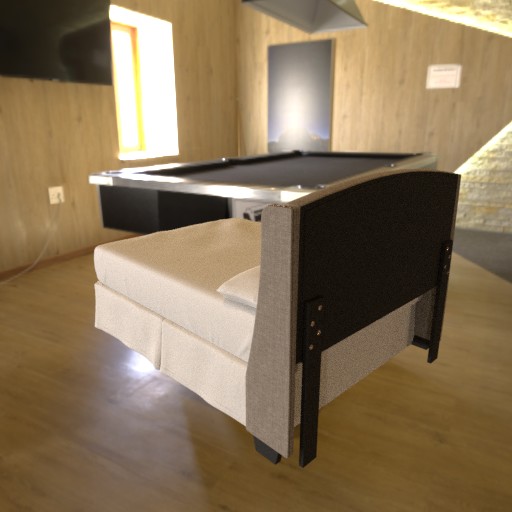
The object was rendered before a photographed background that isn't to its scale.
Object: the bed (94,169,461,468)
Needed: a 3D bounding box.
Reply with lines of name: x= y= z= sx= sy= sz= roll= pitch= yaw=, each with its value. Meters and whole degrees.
bed: x=0.000 y=0.000 z=3.292 sx=1.710 sy=1.407 sz=2.237 roll=-16 pitch=23 yaw=-42
